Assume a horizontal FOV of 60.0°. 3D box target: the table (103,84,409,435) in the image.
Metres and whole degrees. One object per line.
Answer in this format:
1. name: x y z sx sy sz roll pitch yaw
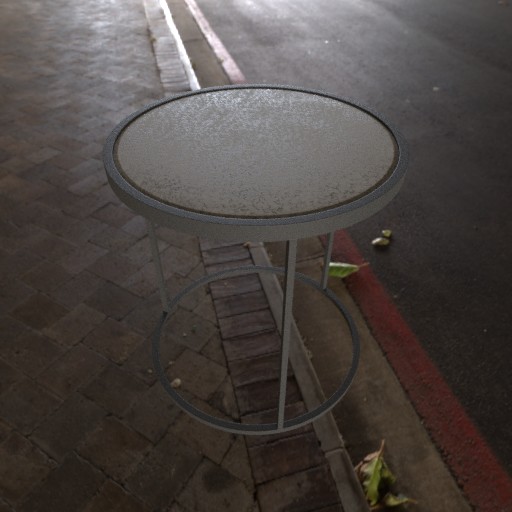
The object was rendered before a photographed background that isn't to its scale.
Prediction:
1. table: 0.000 0.000 0.863 0.470 0.498 0.470 0 41 0
